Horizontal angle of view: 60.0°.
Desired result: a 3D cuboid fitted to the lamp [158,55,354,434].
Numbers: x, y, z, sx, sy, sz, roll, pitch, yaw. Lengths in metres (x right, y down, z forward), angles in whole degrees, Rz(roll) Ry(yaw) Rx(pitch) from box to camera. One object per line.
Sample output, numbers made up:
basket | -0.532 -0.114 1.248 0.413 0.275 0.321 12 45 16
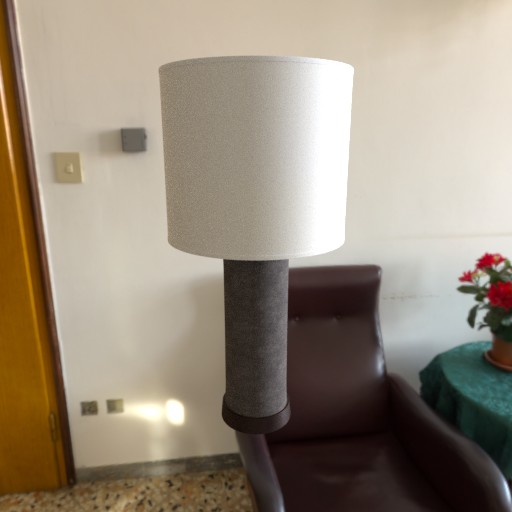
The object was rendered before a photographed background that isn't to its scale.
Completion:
lamp | 0.000 0.000 0.778 0.301 0.630 0.301 -14 21 -41
